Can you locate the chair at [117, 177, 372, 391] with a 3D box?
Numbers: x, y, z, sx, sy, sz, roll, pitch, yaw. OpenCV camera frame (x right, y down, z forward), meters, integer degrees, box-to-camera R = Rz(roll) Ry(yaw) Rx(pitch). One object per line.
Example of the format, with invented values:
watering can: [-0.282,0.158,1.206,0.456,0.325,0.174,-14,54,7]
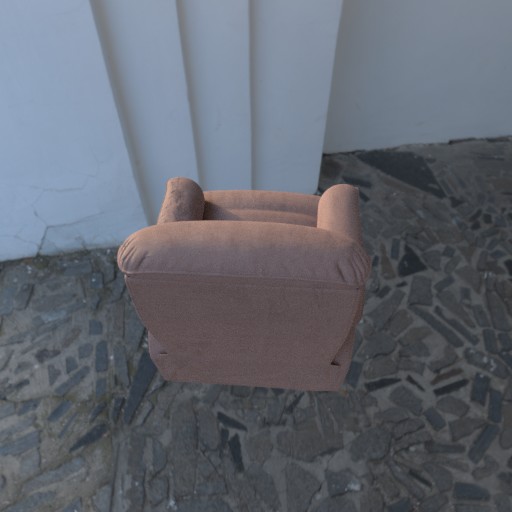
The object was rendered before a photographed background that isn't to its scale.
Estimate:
chair: [0.000,0.000,1.694,0.820,1.037,1.004,3,47,3]
